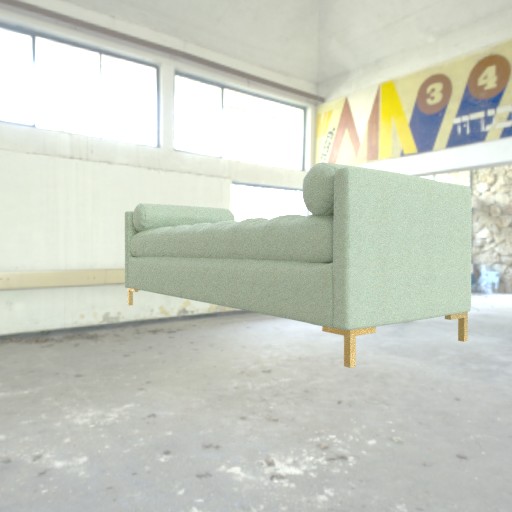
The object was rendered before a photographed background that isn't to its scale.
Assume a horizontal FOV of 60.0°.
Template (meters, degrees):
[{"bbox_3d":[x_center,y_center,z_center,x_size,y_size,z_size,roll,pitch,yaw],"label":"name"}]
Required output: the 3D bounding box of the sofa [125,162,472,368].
[{"bbox_3d":[0.000,0.000,2.491,0.796,0.705,2.102,-1,1,-36],"label":"sofa"}]
